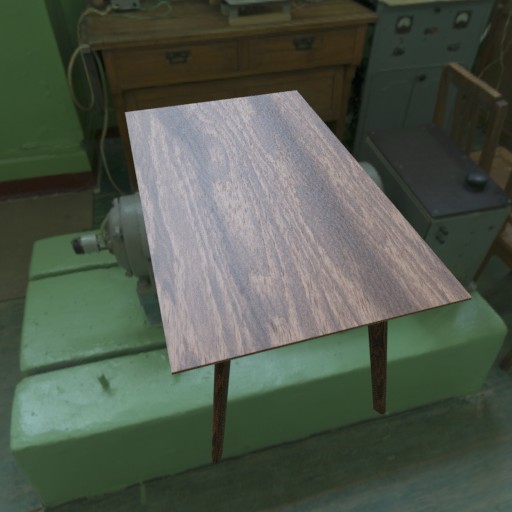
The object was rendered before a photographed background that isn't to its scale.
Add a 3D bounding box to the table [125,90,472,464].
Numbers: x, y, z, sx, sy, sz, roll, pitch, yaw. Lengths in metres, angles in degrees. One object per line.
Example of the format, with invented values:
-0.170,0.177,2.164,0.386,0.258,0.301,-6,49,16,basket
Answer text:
0.000,0.000,1.813,0.801,0.724,1.349,-12,45,-12,table
